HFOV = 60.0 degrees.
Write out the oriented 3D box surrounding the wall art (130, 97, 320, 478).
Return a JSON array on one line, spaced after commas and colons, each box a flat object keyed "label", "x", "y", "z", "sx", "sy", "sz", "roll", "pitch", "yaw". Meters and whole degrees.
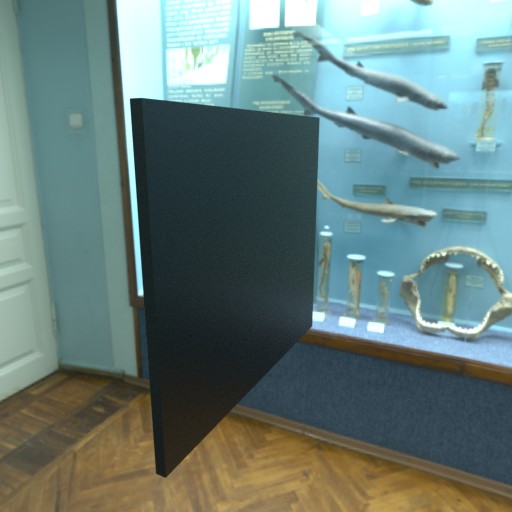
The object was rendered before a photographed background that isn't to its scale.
[{"label": "wall art", "x": 0.000, "y": 0.000, "z": 0.532, "sx": 0.012, "sy": 0.332, "sz": 0.383, "roll": 8, "pitch": 17, "yaw": 26}]
